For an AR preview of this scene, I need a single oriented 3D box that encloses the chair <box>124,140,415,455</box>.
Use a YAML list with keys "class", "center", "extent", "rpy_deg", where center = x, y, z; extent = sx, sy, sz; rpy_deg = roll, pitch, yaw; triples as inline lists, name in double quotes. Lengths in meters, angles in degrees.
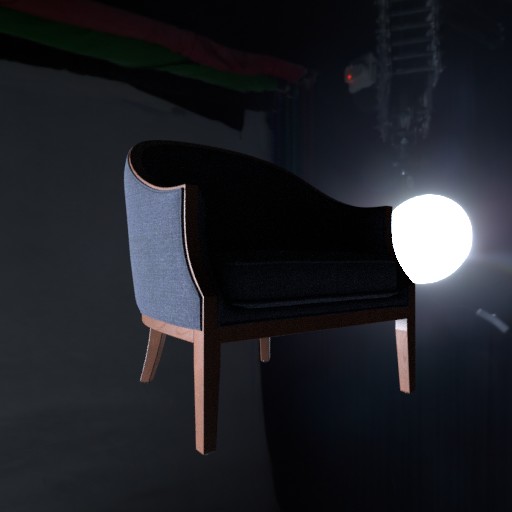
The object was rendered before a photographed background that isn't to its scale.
- class: "chair"
  center: [0.000, 0.000, 1.458]
  extent: [0.803, 0.876, 0.735]
  rpy_deg: [0, 0, -36]
